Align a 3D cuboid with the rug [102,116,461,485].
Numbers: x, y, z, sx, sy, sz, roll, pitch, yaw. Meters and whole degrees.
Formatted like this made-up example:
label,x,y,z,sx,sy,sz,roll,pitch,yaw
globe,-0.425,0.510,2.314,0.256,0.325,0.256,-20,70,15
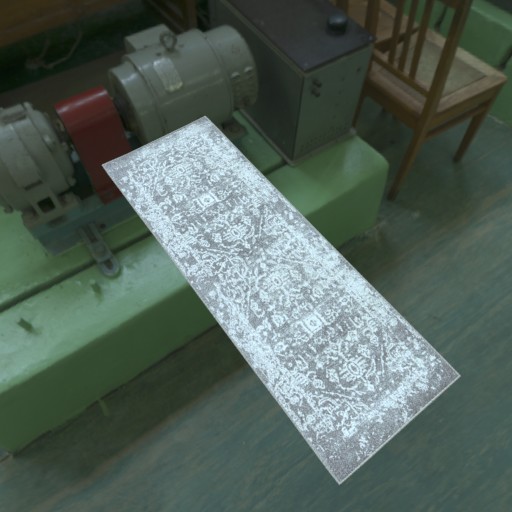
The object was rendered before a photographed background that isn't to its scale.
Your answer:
label,x,y,z,sx,sy,sz,roll,pitch,yaw
rug,0.000,0.000,2.683,0.855,0.017,2.452,-32,64,-18
